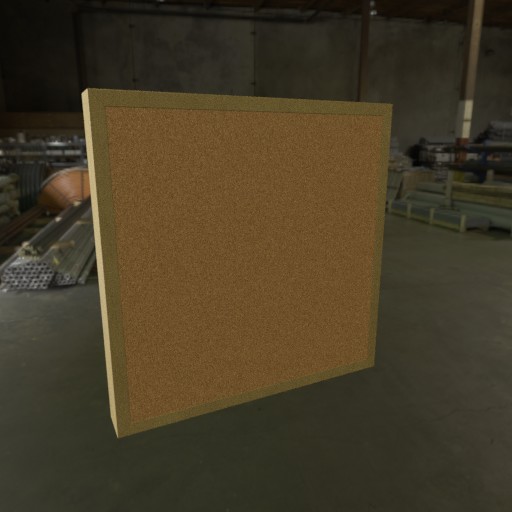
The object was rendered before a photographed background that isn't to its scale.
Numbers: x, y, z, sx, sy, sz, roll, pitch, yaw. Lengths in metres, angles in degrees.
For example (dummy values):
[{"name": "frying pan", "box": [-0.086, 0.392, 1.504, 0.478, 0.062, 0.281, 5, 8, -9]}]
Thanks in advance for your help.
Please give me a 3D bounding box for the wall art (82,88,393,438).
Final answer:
[{"name": "wall art", "box": [0.000, 0.000, 0.455, 0.305, 0.305, 0.038, -7, 16, -26]}]
